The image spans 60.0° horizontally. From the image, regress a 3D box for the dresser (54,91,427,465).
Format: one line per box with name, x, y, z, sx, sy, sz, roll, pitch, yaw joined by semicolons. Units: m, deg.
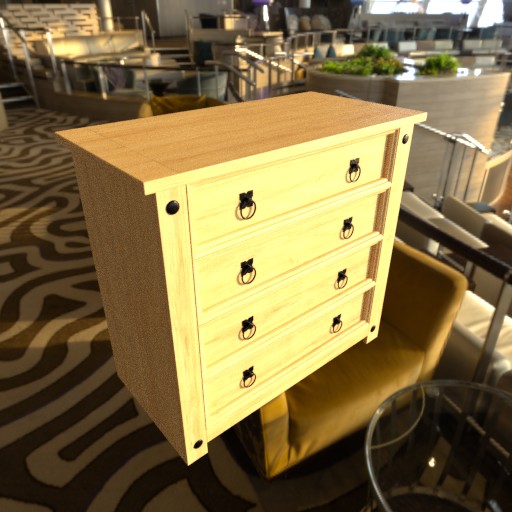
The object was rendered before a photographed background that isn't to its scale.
dresser;0.000;0.000;1.225;0.800;0.730;0.410;-23;37;-34
